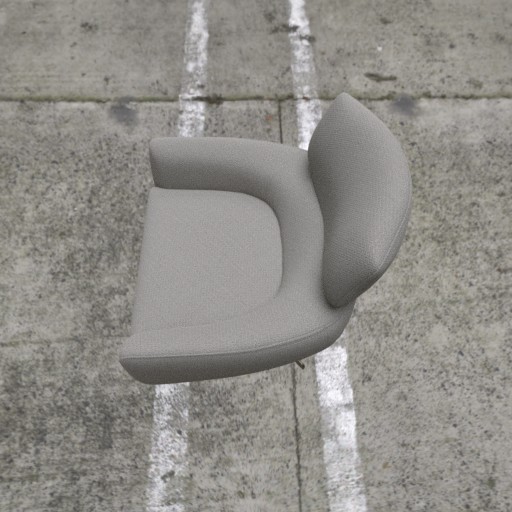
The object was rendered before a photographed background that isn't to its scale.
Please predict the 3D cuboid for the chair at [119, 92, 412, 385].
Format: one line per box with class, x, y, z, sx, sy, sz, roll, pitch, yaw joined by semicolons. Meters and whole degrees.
chair;0.000;0.000;1.366;0.730;0.810;0.760;-1;58;-1
